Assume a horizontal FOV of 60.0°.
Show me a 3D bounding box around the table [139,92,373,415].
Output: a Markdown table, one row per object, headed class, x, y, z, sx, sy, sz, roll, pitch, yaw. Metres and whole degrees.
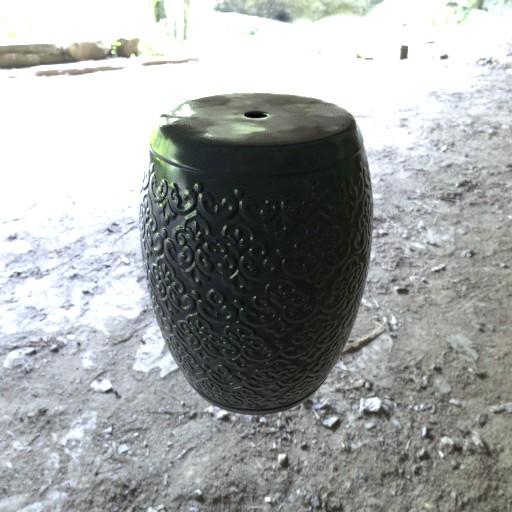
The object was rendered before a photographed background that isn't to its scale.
| class | x | y | z | sx | sy | sz | roll | pitch | yaw |
| --- | --- | --- | --- | --- | --- | --- | --- | --- | --- |
| table | 0.000 | 0.000 | 0.625 | 0.309 | 0.397 | 0.309 | 0 | 33 | 0 |
